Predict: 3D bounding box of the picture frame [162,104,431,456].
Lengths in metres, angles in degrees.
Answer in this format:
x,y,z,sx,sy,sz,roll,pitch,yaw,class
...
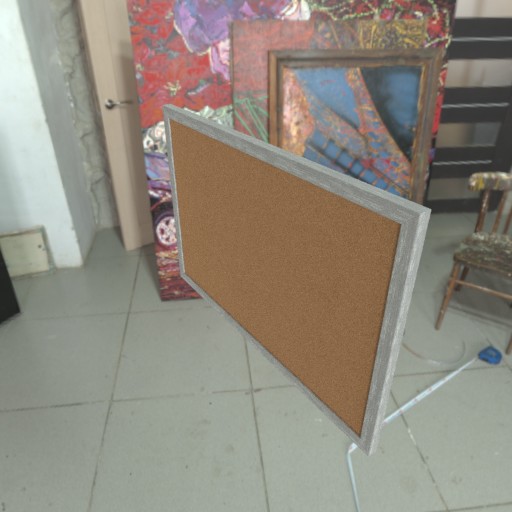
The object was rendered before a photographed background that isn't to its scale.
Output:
x,y,z,sx,sy,sz,roll,pitch,yaw,class
0.000,0.000,1.224,0.029,0.640,0.950,-21,37,-30,picture frame
